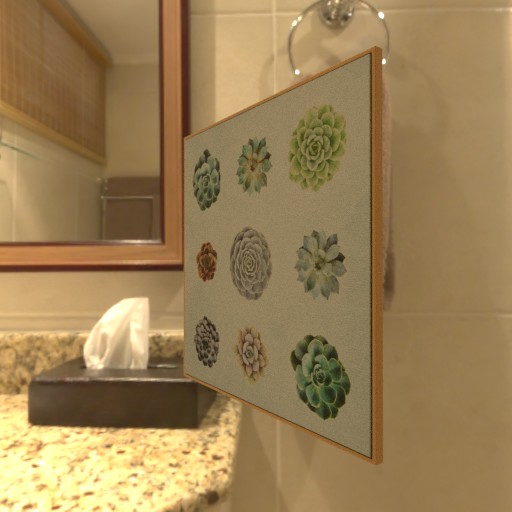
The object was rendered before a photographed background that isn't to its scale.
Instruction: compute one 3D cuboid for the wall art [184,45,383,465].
[{"bbox_3d":[0.000,0.000,0.668,0.013,0.455,0.457,0,0,-36],"label":"wall art"}]
